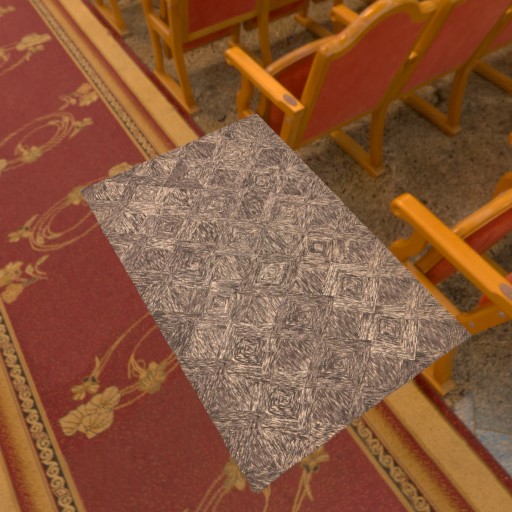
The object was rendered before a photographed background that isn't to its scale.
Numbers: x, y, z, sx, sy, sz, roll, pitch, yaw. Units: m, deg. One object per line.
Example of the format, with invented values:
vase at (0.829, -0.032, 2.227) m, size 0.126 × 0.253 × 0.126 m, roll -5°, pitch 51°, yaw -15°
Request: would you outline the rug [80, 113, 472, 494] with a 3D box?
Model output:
rug at (0.000, 0.000, 2.258) m, size 1.189 × 0.011 × 1.808 m, roll -29°, pitch 62°, yaw -17°
